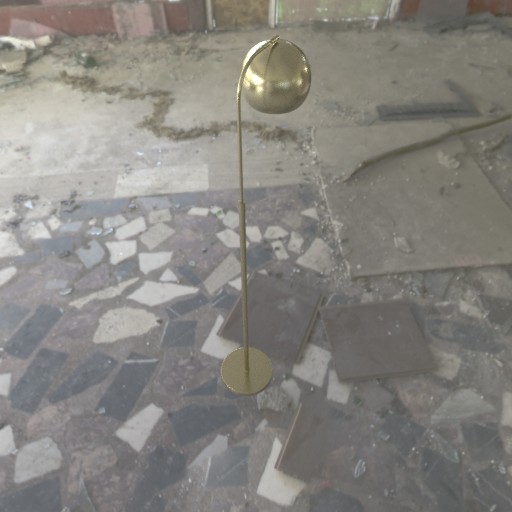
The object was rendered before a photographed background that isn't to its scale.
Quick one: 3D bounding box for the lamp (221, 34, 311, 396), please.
[{"bbox_3d":[0.000,0.000,1.676,0.250,1.526,0.431,23,51,20],"label":"lamp"}]
